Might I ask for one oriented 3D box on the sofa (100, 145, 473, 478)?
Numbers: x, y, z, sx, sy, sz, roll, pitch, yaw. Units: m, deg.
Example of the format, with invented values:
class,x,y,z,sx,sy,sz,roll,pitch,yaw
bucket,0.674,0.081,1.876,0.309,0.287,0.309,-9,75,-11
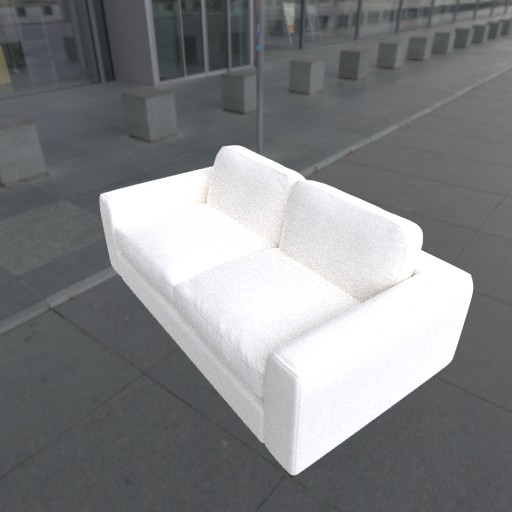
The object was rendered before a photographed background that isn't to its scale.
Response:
class,x,y,z,sx,sy,sz,roll,pitch,yaw
sofa,0.000,0.000,2.436,1.069,0.801,1.920,-21,37,-30
